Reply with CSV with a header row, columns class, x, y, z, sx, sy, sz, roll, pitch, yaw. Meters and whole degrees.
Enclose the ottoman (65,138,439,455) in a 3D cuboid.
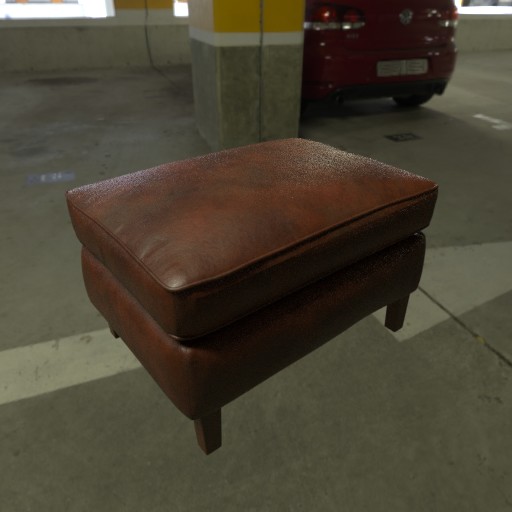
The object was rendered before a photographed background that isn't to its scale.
class,x,y,z,sx,sy,sz,roll,pitch,yaw
ottoman,0.000,0.000,1.000,0.665,0.432,0.501,-22,37,-32
